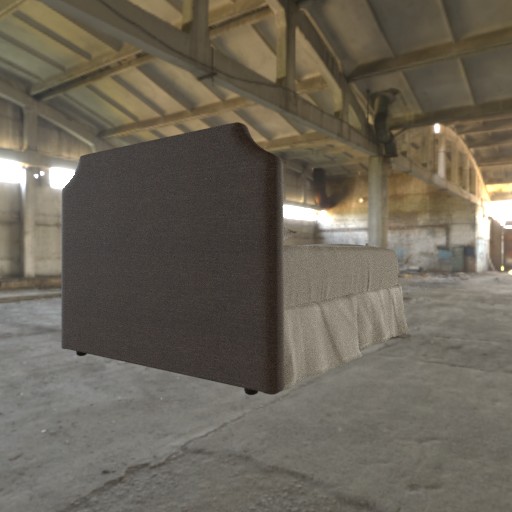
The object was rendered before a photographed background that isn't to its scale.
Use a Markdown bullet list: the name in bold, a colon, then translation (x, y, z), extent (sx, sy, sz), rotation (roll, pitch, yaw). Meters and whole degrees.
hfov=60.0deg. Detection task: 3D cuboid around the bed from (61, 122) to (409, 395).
- **bed**: translation (0.000, 0.000, 3.299), extent (1.693, 1.290, 2.116), rotation (0, 0, 35)
